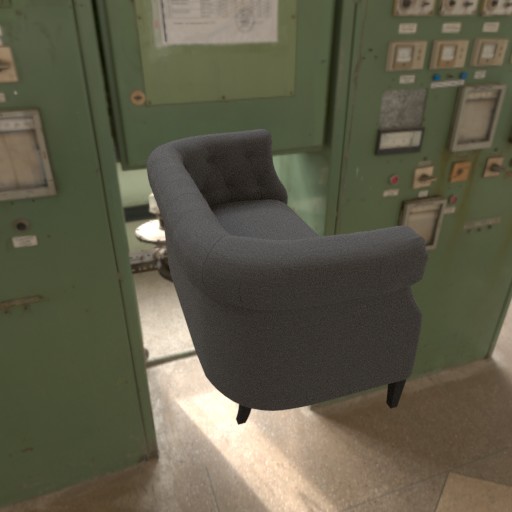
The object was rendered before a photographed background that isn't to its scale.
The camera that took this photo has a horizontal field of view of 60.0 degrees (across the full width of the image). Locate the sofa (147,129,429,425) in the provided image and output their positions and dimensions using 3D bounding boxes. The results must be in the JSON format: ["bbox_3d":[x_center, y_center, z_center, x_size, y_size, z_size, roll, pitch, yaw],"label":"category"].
[{"bbox_3d":[0.000,0.000,2.077,0.835,0.827,1.558,-9,31,-16],"label":"sofa"}]
